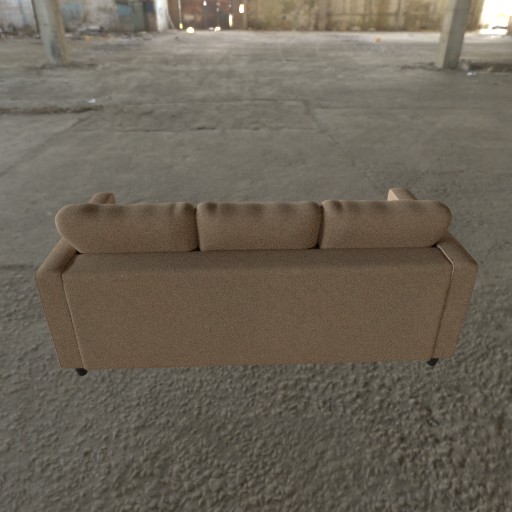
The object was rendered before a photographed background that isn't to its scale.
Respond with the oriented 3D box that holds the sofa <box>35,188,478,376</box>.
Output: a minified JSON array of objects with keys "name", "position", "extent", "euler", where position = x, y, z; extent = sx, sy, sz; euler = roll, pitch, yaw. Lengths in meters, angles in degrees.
[{"name":"sofa","position":[0.000,0.000,2.323],"extent":[1.855,0.800,0.930],"euler":[-1,29,-2]}]
